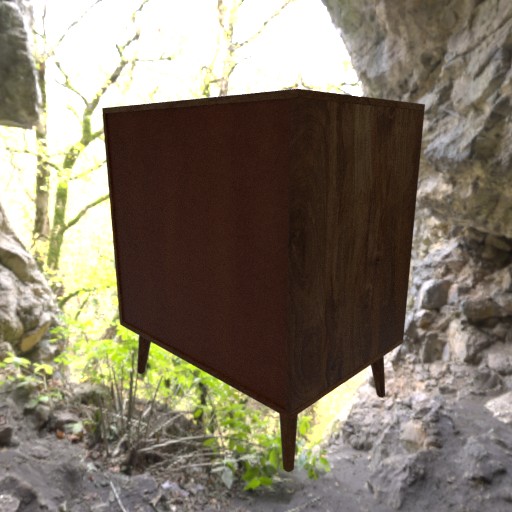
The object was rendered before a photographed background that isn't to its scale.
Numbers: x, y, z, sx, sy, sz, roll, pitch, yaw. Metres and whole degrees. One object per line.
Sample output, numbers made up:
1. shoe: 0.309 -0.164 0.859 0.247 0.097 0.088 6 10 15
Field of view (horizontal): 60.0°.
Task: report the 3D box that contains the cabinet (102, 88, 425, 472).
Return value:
1. cabinet: 0.000 0.000 1.181 0.647 0.758 0.473 14 20 43
